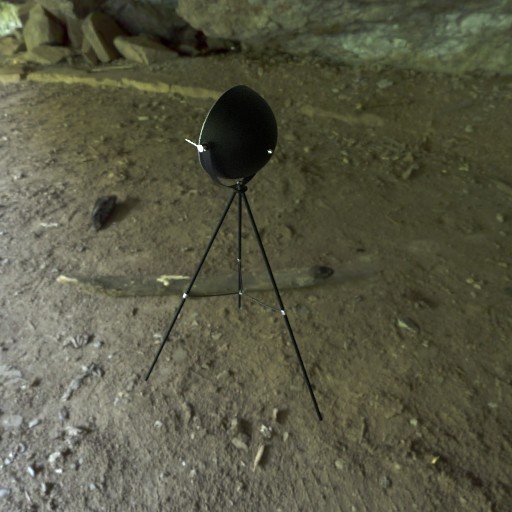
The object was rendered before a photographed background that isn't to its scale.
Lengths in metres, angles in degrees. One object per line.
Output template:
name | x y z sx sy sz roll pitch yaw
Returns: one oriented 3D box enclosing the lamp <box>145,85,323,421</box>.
lamp | 0.000 0.000 2.087 0.920 1.512 0.817 20 37 29
